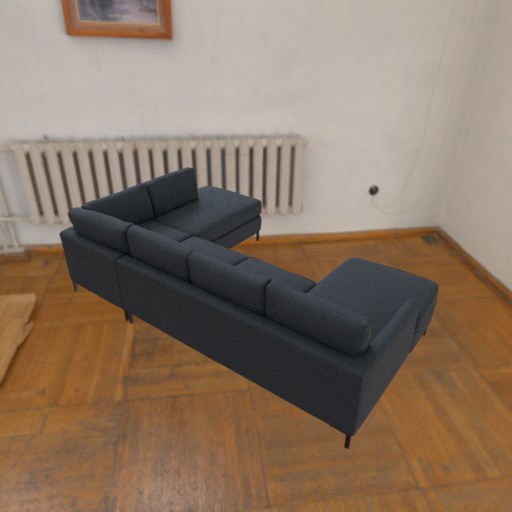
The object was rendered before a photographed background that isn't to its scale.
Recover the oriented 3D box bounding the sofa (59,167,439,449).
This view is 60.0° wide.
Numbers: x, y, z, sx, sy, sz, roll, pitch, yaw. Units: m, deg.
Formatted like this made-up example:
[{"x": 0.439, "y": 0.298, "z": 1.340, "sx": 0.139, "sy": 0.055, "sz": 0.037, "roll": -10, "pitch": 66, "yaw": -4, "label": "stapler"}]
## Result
[{"x": 0.000, "y": 0.000, "z": 3.918, "sx": 2.975, "sy": 0.858, "sz": 1.984, "roll": 20, "pitch": 35, "yaw": 32, "label": "sofa"}]
